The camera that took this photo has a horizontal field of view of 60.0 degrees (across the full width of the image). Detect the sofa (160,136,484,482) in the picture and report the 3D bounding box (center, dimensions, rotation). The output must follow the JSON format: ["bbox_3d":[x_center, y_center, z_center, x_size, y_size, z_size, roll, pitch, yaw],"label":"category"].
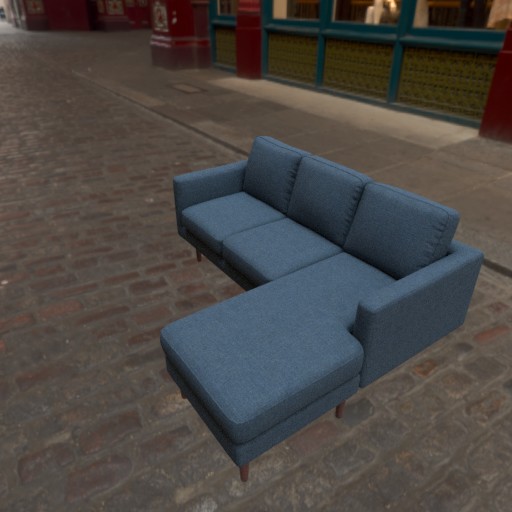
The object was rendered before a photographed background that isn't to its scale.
[{"bbox_3d":[0.000,0.000,2.855,1.667,0.957,2.055,-20,37,-30],"label":"sofa"}]
